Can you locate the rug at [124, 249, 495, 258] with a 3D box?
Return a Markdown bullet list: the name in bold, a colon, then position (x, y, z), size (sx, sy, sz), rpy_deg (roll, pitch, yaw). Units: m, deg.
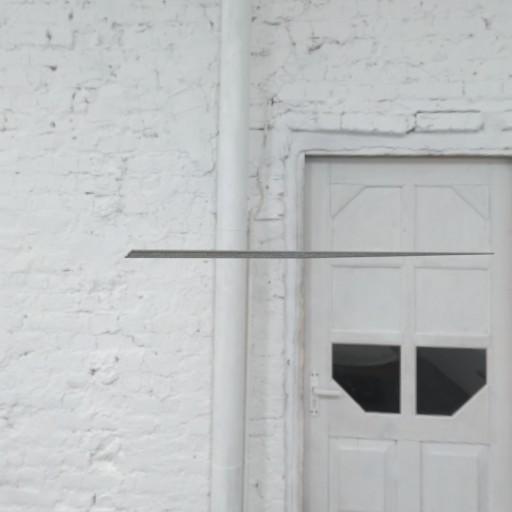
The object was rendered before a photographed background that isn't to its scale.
- **rug**: position (0.000, 0.000, 4.238), size (2.393, 0.013, 3.307), rpy_deg (0, -1, -17)
